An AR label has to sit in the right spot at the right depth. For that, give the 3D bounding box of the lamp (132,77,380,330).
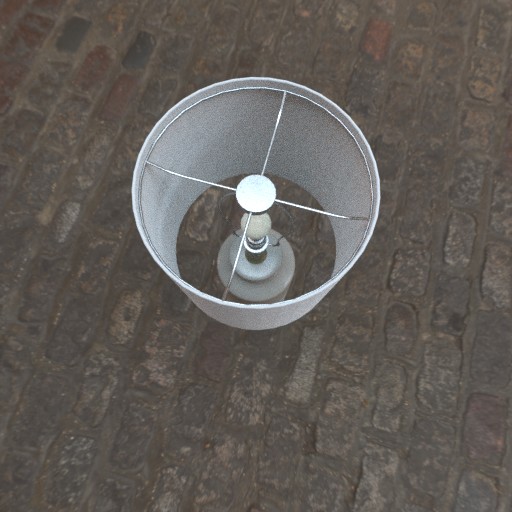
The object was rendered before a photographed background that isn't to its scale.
[{"bbox_3d":[0.000,0.000,0.616,0.212,0.493,0.212,15,76,4],"label":"lamp"}]
